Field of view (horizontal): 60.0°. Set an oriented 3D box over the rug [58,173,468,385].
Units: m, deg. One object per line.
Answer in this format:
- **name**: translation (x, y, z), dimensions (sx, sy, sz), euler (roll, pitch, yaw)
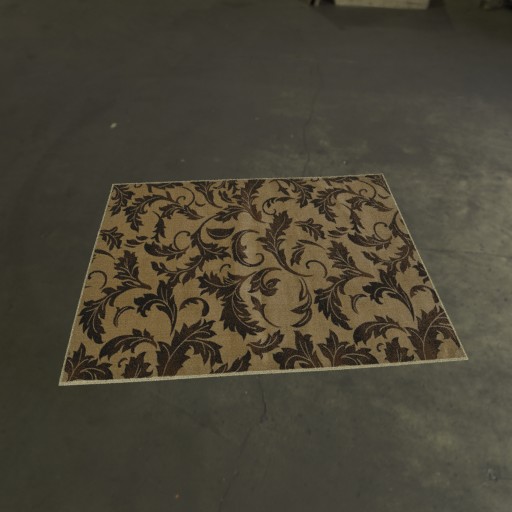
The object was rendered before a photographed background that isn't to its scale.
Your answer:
- **rug**: translation (0.000, 0.000, 4.015), dimensions (2.977, 0.008, 2.380), euler (-3, 45, -3)
